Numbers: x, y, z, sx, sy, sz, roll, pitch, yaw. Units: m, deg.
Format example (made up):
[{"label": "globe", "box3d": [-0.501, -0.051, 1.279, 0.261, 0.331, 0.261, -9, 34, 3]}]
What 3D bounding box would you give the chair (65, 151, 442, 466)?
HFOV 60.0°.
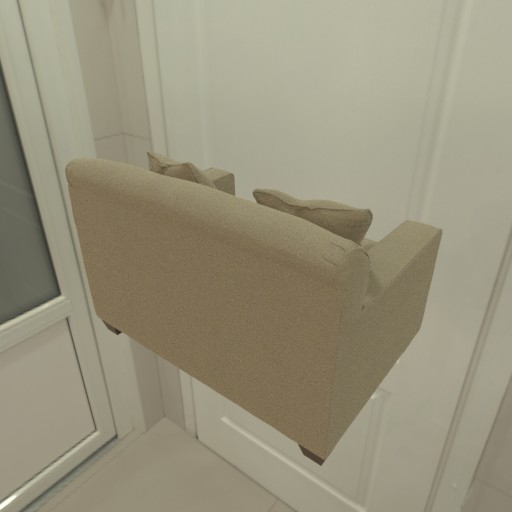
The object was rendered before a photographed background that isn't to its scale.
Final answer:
[{"label": "chair", "box3d": [0.000, 0.000, 2.073, 1.383, 0.948, 1.000, 21, 36, 32]}]
